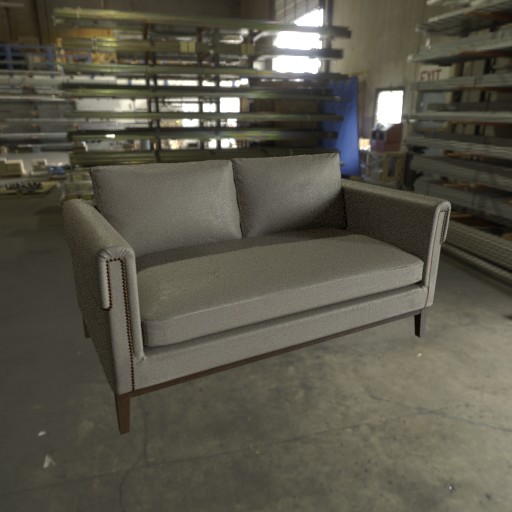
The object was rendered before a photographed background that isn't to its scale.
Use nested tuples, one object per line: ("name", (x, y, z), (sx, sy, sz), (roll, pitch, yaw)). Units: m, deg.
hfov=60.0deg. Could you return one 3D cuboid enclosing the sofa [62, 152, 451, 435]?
("sofa", (0.000, 0.000, 2.120), (1.598, 0.873, 0.899), (-10, 20, -27))
